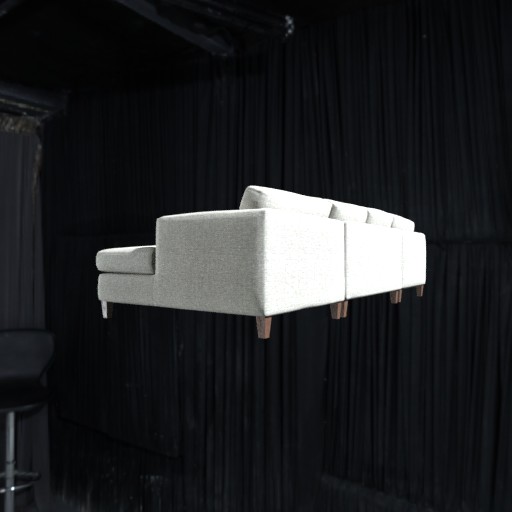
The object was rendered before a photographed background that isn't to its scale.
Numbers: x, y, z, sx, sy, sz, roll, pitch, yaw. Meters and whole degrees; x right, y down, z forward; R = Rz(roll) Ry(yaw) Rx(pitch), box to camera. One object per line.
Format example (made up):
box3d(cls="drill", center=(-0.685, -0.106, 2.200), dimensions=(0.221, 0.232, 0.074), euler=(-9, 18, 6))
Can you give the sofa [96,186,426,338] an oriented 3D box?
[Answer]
box3d(cls="sofa", center=(0.000, 0.000, 4.646), dimensions=(2.593, 0.959, 3.460), euler=(0, 0, 35))
